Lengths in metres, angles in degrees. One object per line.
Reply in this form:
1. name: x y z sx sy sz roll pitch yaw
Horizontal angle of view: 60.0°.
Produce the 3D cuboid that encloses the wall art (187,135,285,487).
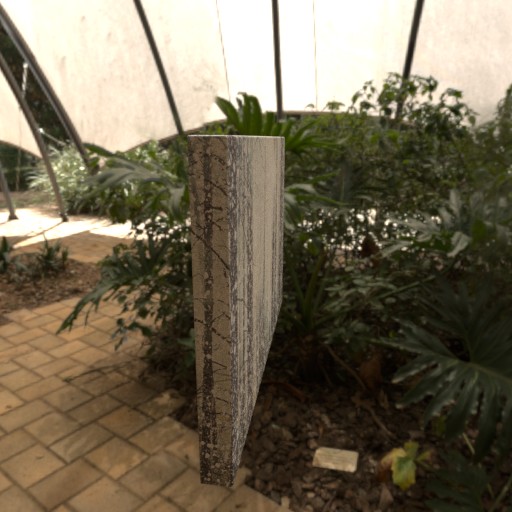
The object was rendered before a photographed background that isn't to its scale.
1. wall art: 0.000 0.000 0.765 0.042 0.398 0.618 2 15 9
